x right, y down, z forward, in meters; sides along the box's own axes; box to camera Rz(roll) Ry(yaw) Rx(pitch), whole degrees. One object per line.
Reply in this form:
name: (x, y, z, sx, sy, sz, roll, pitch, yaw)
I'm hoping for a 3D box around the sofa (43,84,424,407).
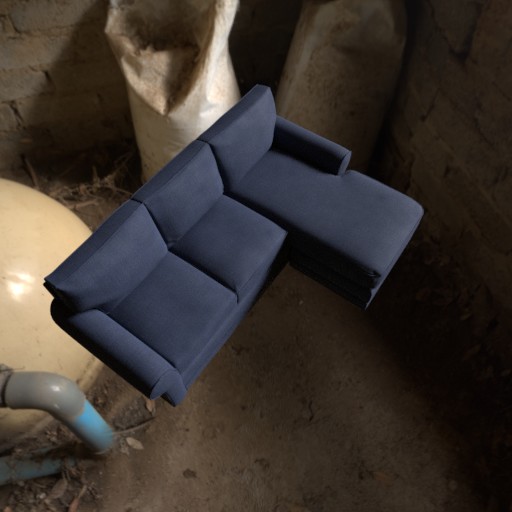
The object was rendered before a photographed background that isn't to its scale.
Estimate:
sofa: (0.000, 0.000, 3.407, 1.780, 1.063, 2.567, 31, 63, 18)
